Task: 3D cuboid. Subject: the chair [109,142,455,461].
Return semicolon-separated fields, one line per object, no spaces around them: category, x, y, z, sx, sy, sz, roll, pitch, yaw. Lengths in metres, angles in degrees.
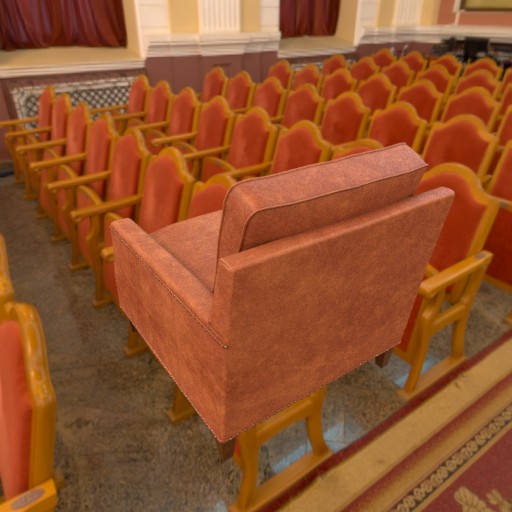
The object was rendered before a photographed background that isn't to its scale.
chair;0.000;0.000;1.711;0.853;0.943;1.014;-19;34;-30
